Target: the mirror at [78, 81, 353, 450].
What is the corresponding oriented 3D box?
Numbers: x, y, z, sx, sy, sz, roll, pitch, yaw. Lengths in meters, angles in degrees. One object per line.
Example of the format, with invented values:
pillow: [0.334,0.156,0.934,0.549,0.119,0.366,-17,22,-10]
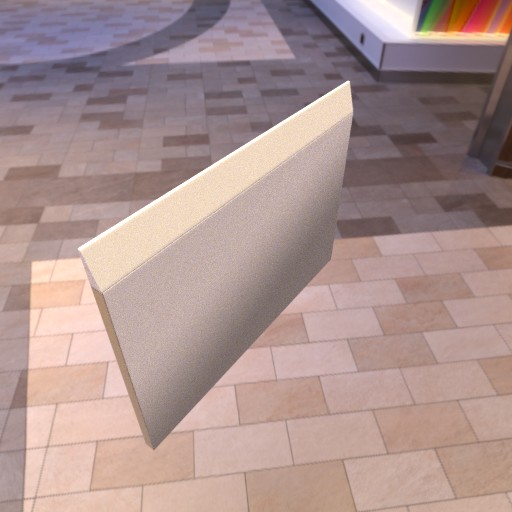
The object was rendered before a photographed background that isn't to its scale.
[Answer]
mirror: [0.000,0.000,1.137,0.030,0.630,0.870,26,48,27]
